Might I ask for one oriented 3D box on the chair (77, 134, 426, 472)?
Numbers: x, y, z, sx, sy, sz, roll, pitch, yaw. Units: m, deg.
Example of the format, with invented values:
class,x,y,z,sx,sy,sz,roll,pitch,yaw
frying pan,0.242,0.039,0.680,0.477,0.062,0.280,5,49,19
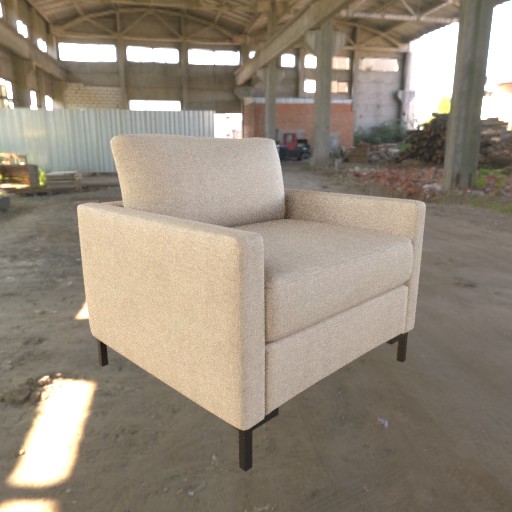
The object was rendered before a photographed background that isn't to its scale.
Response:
class,x,y,z,sx,sy,sz,roll,pitch,yaw
chair,0.000,0.000,1.621,0.963,0.861,0.866,-14,19,-43
